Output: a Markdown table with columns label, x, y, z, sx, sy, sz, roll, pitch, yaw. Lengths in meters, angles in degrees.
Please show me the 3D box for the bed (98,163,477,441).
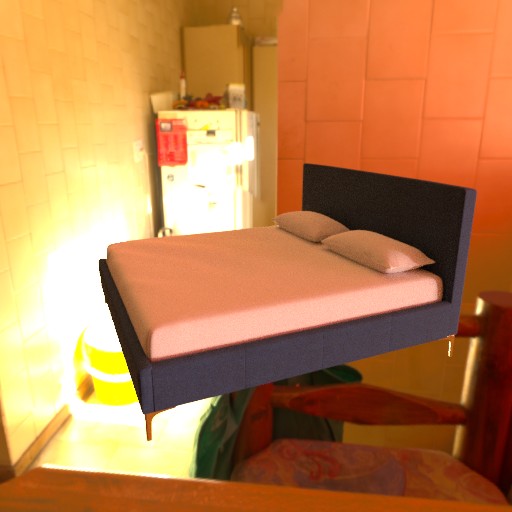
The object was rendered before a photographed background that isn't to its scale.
| label | x | y | z | sx | sy | sz | roll | pitch | yaw |
| --- | --- | --- | --- | --- | --- | --- | --- | --- | --- |
| bed | 0.000 | 0.000 | 3.507 | 2.232 | 1.231 | 2.096 | -7 | 18 | -23 |
